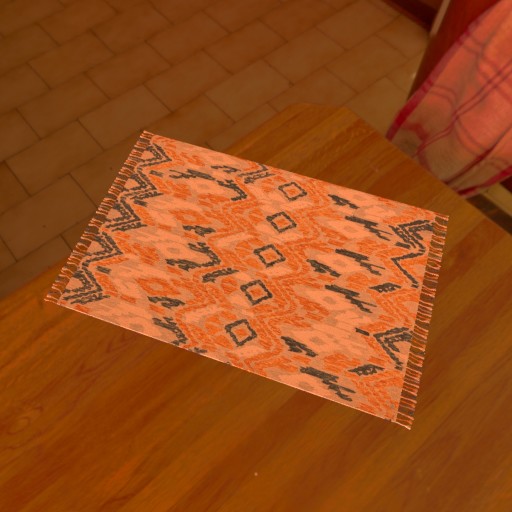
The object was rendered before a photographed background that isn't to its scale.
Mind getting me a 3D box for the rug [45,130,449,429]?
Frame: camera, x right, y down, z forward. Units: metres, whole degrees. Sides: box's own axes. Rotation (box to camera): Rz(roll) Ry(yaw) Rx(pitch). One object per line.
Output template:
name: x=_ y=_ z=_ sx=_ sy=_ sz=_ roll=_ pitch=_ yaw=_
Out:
rug: x=0.000 y=0.000 z=3.054 sx=2.428 sy=0.010 sz=1.533 roll=17 pitch=65 yaw=8
